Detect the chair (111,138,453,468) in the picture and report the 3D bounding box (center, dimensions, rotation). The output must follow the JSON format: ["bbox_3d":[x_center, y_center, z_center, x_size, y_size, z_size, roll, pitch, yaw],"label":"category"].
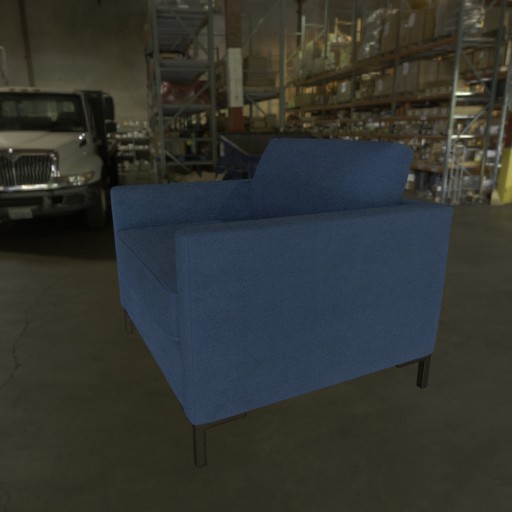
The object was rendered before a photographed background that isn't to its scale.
[{"bbox_3d":[0.000,0.000,1.596,0.875,0.812,0.964,-8,18,-26],"label":"chair"}]
